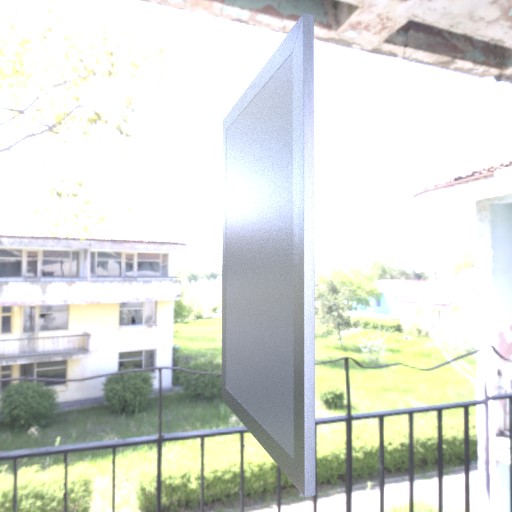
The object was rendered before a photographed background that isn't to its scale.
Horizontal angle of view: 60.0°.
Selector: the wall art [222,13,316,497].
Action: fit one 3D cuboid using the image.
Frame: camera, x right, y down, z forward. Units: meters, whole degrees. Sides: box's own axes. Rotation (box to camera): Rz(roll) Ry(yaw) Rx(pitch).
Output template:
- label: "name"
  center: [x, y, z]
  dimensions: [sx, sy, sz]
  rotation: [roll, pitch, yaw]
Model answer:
- label: "wall art"
  center: [0.000, 0.000, 0.664]
  dimensions: [0.013, 0.529, 0.376]
  rotation: [0, -1, -18]
